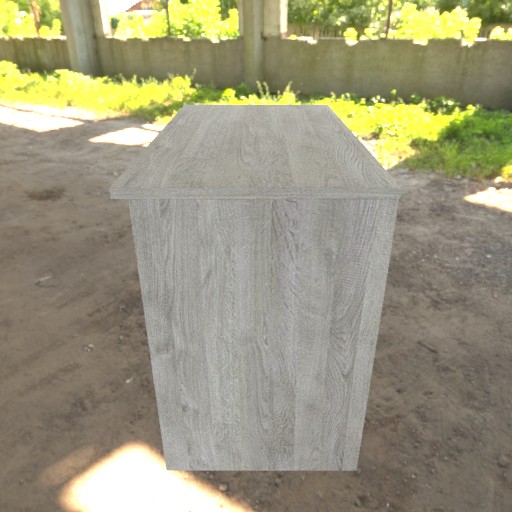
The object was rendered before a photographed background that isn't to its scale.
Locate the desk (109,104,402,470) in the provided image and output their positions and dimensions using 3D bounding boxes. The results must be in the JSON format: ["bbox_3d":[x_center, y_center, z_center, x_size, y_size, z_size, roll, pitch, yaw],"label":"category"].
[{"bbox_3d":[0.000,0.000,1.314,0.498,0.724,0.893,0,27,0],"label":"desk"}]
